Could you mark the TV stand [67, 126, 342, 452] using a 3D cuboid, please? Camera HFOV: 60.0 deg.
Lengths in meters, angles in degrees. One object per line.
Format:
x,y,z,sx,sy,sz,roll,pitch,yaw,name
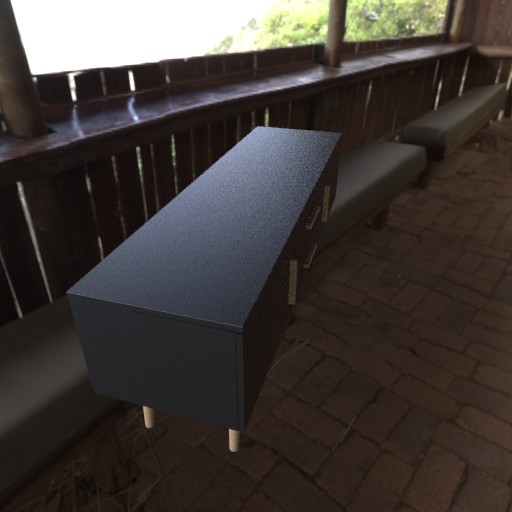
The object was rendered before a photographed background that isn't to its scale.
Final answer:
0.000,0.000,1.510,0.390,0.518,1.312,9,32,15,TV stand
